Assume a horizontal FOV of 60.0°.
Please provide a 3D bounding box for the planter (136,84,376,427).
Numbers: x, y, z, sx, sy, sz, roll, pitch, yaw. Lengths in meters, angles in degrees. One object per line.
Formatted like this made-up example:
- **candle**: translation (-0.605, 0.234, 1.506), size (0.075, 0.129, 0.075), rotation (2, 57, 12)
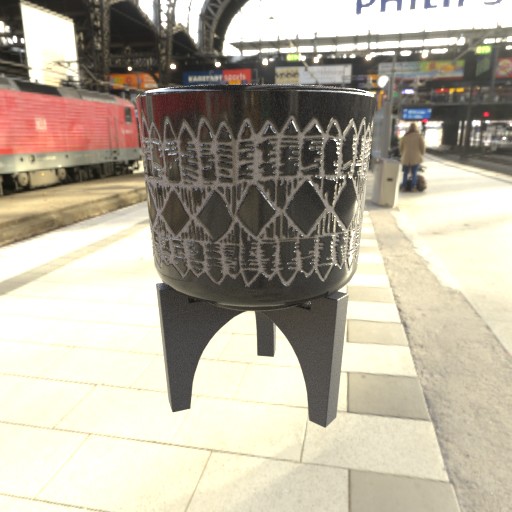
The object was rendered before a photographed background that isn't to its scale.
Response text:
- **planter**: translation (0.000, 0.000, 0.523), size (0.251, 0.355, 0.251), rotation (2, 15, 9)
